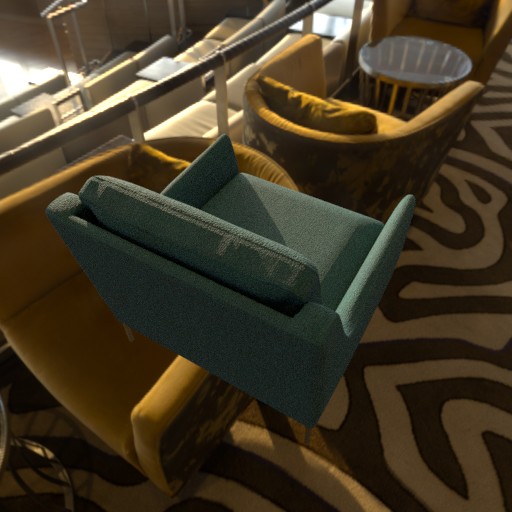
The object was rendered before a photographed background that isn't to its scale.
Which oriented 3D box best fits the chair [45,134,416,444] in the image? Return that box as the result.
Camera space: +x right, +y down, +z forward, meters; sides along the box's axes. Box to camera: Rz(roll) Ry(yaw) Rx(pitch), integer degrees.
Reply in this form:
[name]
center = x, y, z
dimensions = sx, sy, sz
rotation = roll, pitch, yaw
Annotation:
[chair]
center = 0.000, 0.000, 1.526
dimensions = 0.847, 0.828, 0.849
rotation = 23, 51, 21
